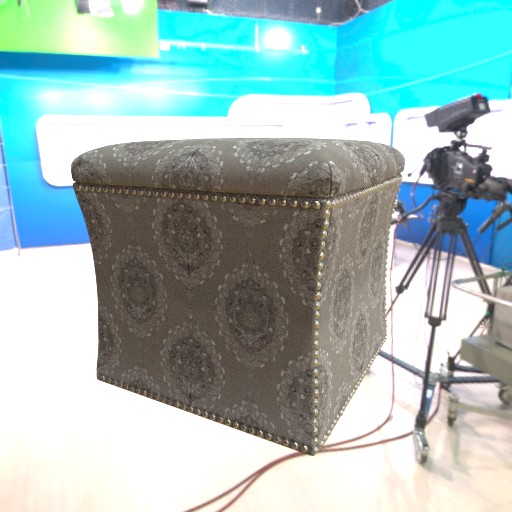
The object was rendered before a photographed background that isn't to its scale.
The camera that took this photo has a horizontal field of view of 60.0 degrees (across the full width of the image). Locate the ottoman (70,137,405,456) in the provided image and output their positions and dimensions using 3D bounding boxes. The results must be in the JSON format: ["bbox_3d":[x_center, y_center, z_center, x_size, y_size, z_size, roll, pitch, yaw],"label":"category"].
[{"bbox_3d":[0.000,0.000,0.914,0.497,0.473,0.507,8,17,28],"label":"ottoman"}]
